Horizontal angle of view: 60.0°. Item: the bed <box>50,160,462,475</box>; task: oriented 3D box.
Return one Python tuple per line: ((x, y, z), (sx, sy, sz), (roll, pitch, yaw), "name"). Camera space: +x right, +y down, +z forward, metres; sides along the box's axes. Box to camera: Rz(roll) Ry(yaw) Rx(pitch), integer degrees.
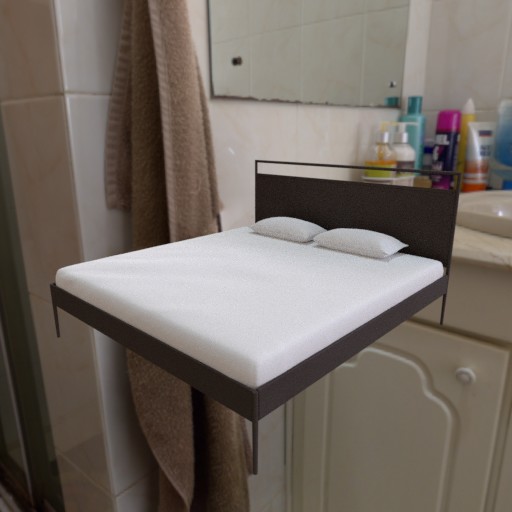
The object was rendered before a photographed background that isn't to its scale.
((0.000, 0.000, 3.189), (1.993, 1.173, 2.151), (14, 21, 41), "bed")
